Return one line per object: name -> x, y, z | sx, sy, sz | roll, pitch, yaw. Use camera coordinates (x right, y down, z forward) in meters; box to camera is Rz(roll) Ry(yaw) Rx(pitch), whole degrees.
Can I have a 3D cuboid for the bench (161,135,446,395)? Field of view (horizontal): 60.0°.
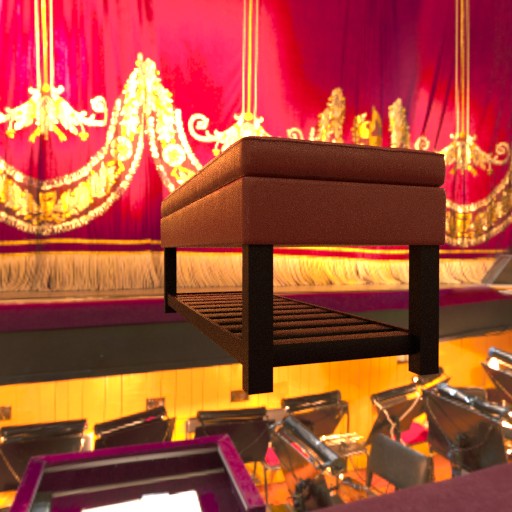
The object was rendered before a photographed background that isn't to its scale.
bench -> 0.000, 0.000, 1.326 | 0.432, 0.460, 1.105 | 0, 1, -19
